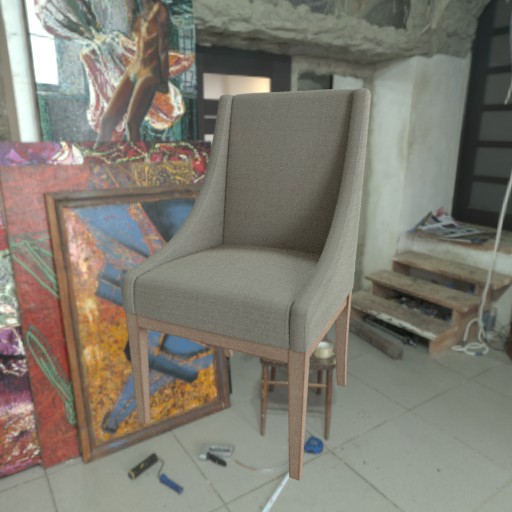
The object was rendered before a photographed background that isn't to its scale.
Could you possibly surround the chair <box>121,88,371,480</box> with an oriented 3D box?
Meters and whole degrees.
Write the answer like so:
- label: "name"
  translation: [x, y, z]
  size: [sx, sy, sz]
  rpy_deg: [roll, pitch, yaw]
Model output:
- label: "chair"
  translation: [0.000, 0.000, 1.401]
  size: [0.575, 1.021, 0.611]
  rpy_deg: [8, 17, 26]
